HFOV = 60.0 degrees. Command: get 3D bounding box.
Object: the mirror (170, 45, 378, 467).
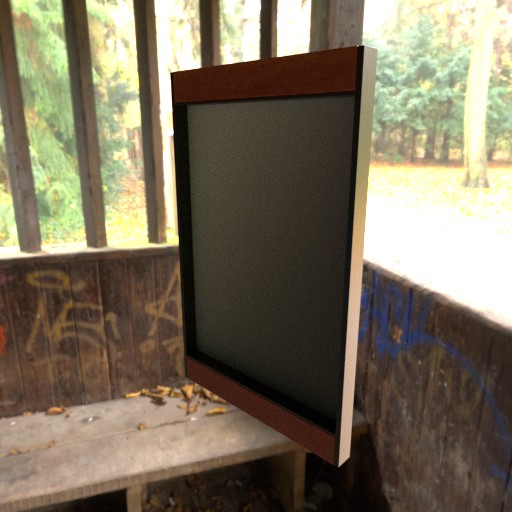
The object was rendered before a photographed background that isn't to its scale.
[{"bbox_3d":[0.000,0.000,1.018,0.525,0.823,0.047,15,21,41],"label":"mirror"}]
